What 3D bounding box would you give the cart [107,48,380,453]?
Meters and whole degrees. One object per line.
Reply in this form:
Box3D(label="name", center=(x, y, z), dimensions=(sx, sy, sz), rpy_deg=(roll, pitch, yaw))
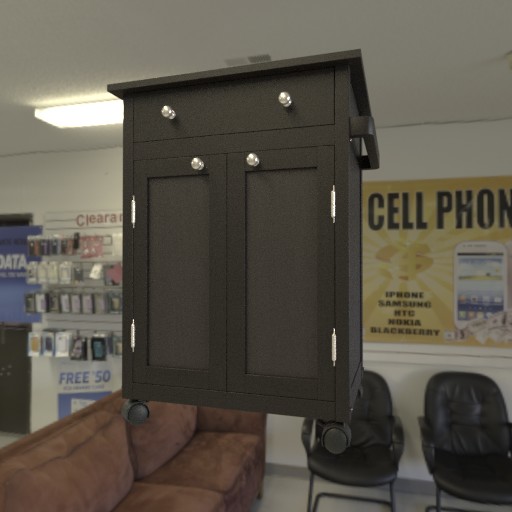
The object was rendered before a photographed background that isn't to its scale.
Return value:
Box3D(label="cart", center=(0.000, 0.000, 1.249), dimensions=(0.660, 0.879, 0.456), rpy_deg=(0, -1, 18))
